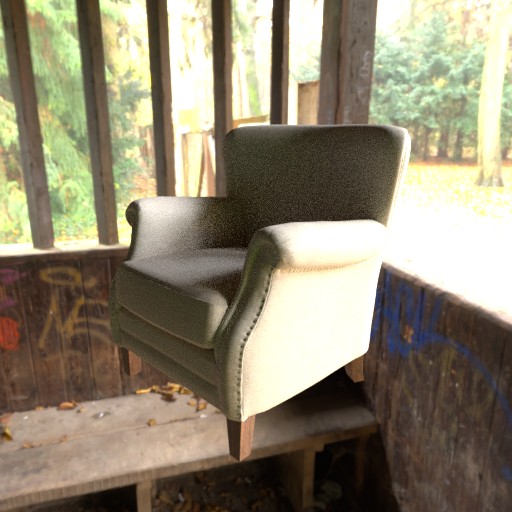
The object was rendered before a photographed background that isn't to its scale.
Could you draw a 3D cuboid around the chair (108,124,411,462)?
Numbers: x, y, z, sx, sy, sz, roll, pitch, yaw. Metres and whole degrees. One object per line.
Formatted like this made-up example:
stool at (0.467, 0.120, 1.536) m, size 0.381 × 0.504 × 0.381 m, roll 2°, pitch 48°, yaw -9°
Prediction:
chair at (0.000, 0.000, 1.639) m, size 0.861 × 0.936 × 0.921 m, roll 15°, pitch 22°, yaw 43°
